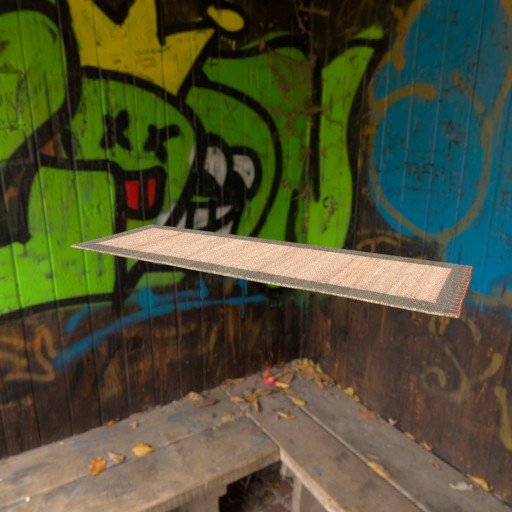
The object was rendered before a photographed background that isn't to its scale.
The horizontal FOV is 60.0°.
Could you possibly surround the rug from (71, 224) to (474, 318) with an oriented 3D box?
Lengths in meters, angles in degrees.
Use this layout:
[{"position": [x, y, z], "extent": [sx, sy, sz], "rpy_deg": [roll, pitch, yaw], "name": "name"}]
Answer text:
[{"position": [0.000, 0.000, 2.759], "extent": [2.413, 0.016, 0.810], "rpy_deg": [9, 18, 28], "name": "rug"}]
